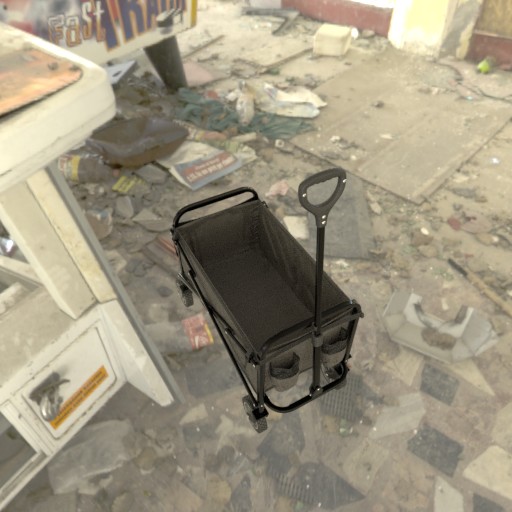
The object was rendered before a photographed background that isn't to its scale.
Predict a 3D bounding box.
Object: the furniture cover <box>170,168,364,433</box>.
[{"bbox_3d":[0.000,0.000,1.876,0.532,1.295,1.038,-22,49,-20],"label":"furniture cover"}]
